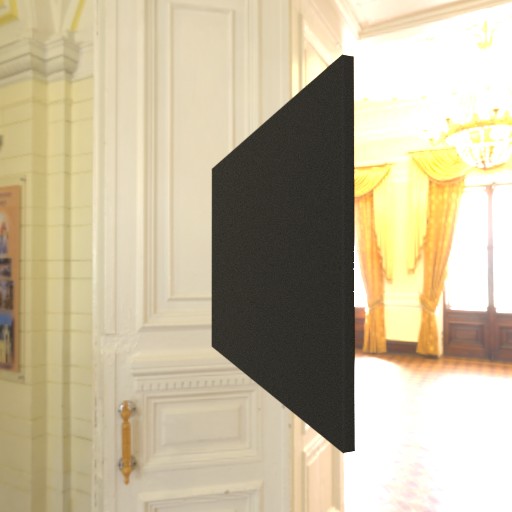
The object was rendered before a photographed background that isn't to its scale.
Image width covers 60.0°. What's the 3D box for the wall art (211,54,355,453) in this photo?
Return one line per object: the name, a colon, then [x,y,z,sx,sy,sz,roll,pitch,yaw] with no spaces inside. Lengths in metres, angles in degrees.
wall art: [0.000,0.000,1.192,0.049,0.659,0.964,0,-1,-17]
